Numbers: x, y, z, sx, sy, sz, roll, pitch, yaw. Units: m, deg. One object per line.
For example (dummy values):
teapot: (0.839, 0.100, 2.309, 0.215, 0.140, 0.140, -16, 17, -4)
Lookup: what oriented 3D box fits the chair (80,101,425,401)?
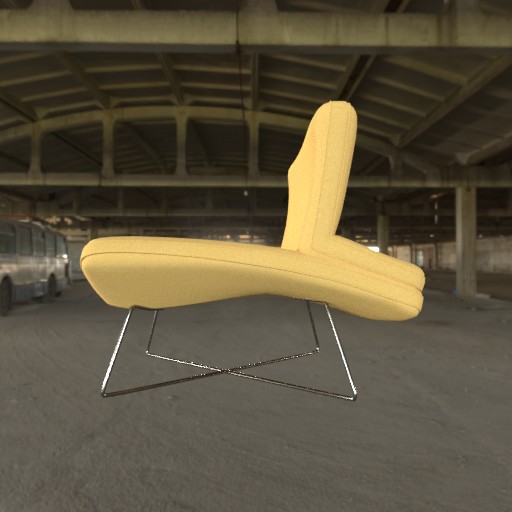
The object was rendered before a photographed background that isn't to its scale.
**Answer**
chair: (0.000, 0.000, 1.624, 1.008, 0.855, 0.859, 0, 0, -1)
